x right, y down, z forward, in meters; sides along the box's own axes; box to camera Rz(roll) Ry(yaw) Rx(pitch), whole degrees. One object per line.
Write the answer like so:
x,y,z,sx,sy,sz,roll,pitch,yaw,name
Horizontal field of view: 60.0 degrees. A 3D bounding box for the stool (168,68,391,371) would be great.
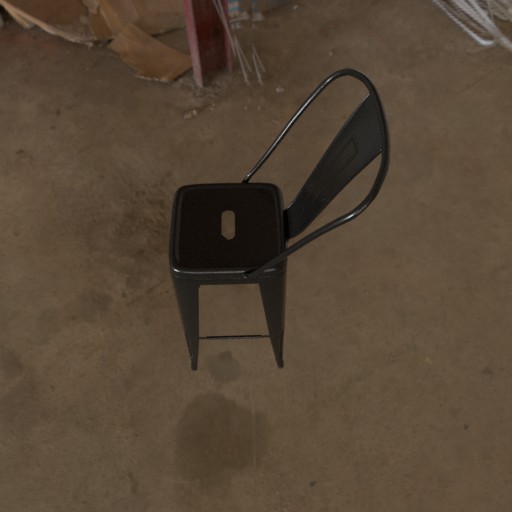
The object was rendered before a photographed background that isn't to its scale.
0.000,0.000,1.338,0.513,1.096,0.399,-1,60,-1,stool
